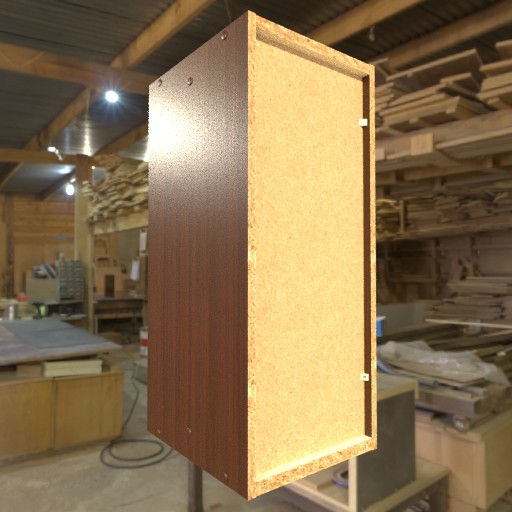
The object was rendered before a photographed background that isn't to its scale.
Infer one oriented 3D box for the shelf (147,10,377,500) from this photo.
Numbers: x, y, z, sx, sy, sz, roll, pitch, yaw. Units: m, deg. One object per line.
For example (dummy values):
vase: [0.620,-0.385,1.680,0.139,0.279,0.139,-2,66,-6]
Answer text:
shelf: [0.000,0.000,0.733,0.253,0.600,0.290,1,-2,-38]
